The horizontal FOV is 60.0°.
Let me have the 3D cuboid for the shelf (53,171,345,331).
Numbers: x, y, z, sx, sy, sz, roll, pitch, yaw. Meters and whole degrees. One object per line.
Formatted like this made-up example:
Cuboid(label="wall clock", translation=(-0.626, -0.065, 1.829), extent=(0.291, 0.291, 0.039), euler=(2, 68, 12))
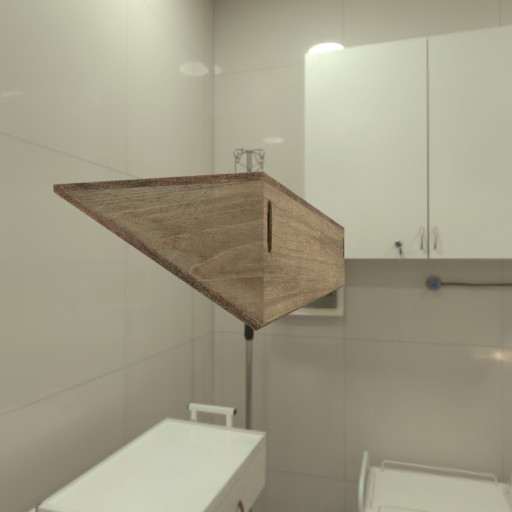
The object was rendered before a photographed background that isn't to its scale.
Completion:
Cuboid(label="shelf", translation=(0.000, 0.000, 0.666), extent=(0.200, 0.125, 0.610), euler=(0, -1, 17))
